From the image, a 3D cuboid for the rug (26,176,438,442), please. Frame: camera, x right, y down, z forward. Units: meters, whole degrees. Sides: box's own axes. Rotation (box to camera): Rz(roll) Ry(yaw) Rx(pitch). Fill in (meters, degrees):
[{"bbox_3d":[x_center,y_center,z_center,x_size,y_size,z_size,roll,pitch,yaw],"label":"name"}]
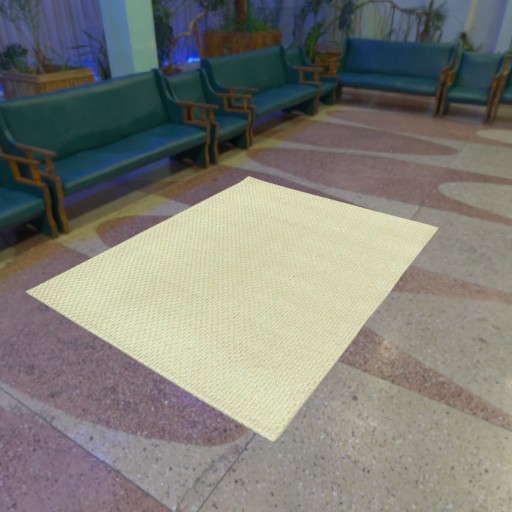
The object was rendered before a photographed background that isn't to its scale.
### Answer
[{"bbox_3d":[0.000,0.000,3.828,2.277,0.035,2.897,20,37,30],"label":"rug"}]
